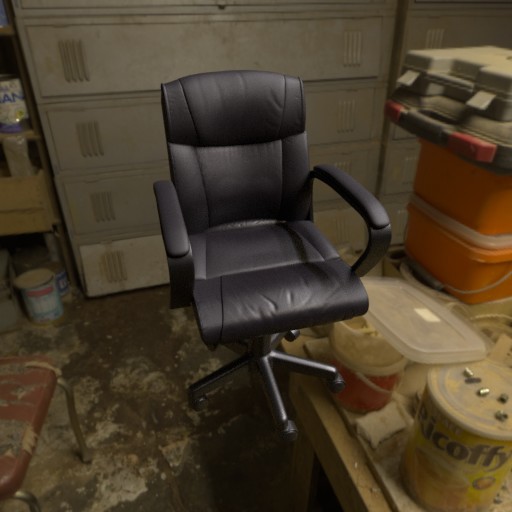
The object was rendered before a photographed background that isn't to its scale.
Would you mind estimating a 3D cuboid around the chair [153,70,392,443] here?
[{"bbox_3d":[0.000,0.000,1.379,0.576,0.998,0.641,-8,32,-14],"label":"chair"}]
